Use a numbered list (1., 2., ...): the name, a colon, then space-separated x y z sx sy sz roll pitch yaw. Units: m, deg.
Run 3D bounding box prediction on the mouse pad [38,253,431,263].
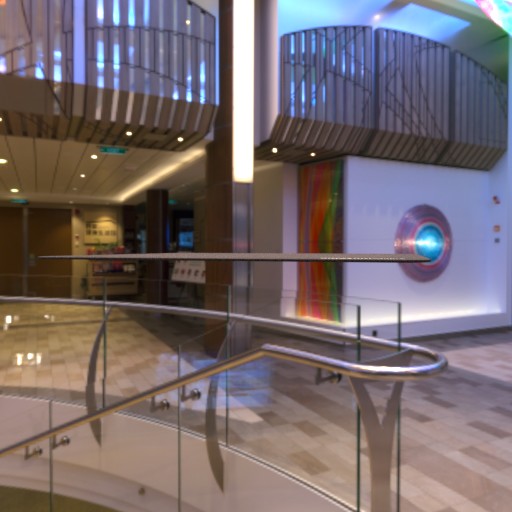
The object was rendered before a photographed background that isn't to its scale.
1. mouse pad: 0.000 0.000 0.446 0.315 0.002 0.269 0 1 18
